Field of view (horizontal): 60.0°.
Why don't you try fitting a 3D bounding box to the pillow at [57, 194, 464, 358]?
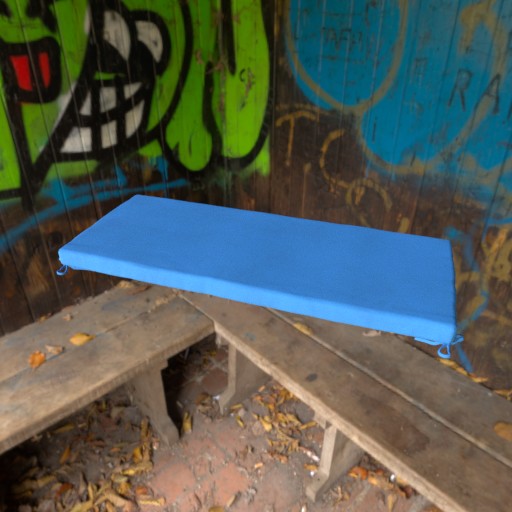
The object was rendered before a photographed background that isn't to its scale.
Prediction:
[{"bbox_3d":[0.000,0.000,1.373,1.187,0.081,0.492,10,33,16],"label":"pillow"}]
